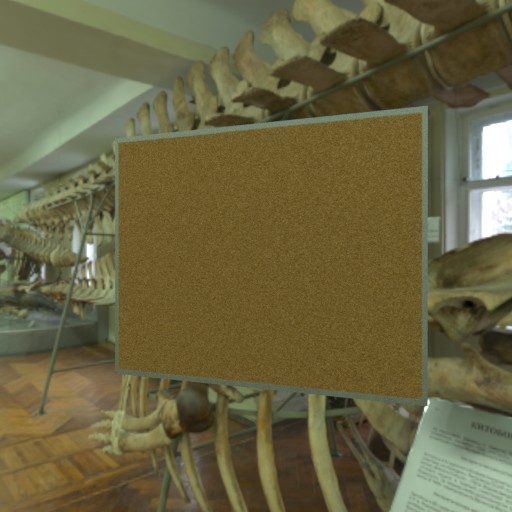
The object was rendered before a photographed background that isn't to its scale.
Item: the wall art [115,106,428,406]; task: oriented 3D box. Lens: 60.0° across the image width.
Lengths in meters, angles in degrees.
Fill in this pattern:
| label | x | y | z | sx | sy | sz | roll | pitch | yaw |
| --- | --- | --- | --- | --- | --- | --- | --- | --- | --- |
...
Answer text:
| label | x | y | z | sx | sy | sz | roll | pitch | yaw |
| --- | --- | --- | --- | --- | --- | --- | --- | --- | --- |
| wall art | 0.000 | 0.000 | 0.773 | 0.557 | 0.450 | 0.037 | 0 | 0 | 19 |
